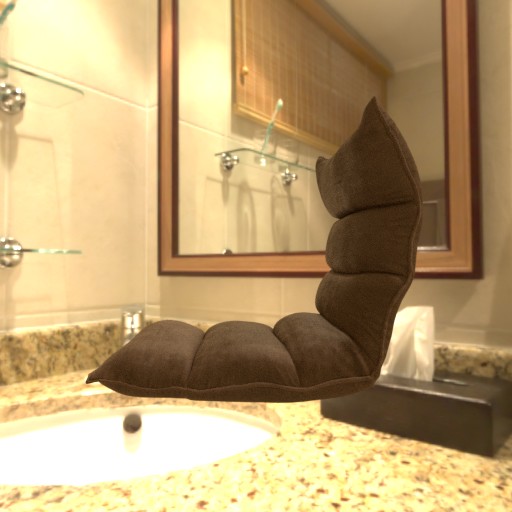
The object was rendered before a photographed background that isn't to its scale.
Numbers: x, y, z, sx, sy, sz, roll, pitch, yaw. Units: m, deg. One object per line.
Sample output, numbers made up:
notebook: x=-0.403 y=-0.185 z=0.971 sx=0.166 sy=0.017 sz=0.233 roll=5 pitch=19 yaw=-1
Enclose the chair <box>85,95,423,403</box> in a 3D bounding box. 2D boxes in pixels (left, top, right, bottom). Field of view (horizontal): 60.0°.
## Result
chair: x=0.000 y=0.000 z=1.590 sx=0.985 sy=0.892 sz=0.714 roll=0 pitch=-1 yaw=-1
